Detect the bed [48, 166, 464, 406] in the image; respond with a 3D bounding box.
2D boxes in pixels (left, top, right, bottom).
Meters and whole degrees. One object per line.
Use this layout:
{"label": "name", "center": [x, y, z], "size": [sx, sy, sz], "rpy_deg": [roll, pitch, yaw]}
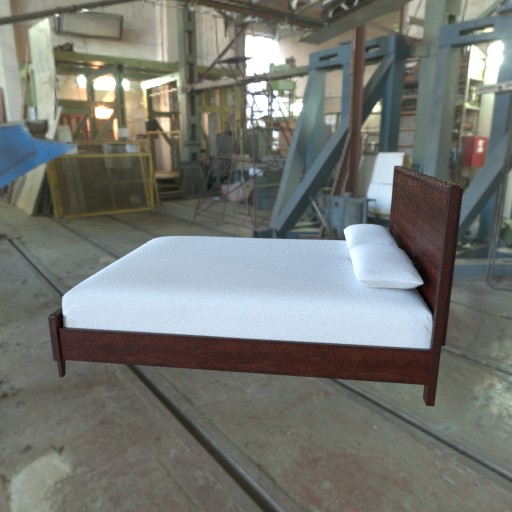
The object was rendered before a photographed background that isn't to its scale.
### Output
{"label": "bed", "center": [0.000, 0.000, 3.972], "size": [2.803, 1.492, 2.040], "rpy_deg": [2, 15, 7]}
